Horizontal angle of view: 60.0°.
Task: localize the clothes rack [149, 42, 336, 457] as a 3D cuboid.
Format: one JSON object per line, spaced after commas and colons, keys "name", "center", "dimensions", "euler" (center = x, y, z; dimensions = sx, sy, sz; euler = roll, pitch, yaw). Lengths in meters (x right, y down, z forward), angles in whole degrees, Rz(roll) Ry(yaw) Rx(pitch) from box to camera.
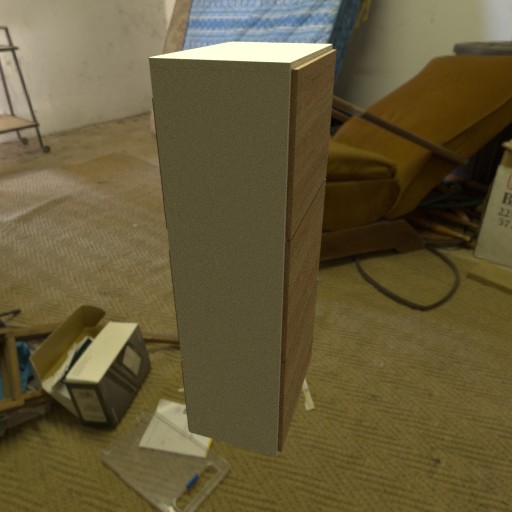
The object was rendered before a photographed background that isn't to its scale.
{"name": "clothes rack", "center": [0.000, 0.000, 1.403], "dimensions": [0.331, 1.187, 0.500], "euler": [9, 31, 16]}
